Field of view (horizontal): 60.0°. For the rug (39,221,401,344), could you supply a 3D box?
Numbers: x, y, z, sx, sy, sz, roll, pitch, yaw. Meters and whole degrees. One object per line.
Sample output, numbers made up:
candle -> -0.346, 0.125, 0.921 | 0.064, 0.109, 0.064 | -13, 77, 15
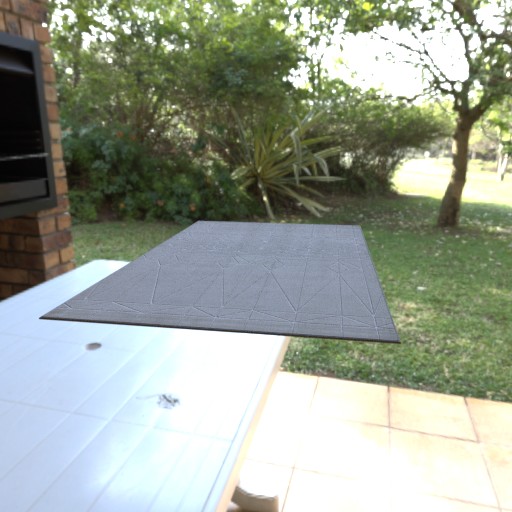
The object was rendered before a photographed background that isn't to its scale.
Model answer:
rug -> 0.000, 0.000, 2.981 | 1.524, 0.012, 2.438 | 2, 15, 9
